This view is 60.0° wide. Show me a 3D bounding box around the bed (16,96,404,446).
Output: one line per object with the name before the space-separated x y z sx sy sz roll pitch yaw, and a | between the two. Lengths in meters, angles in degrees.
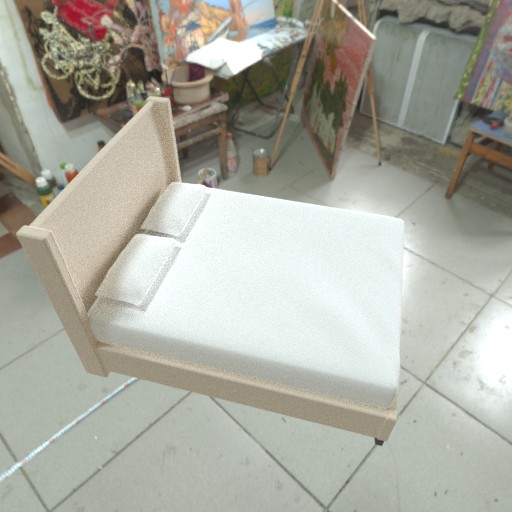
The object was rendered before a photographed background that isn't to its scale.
bed | 0.000 0.000 3.366 2.293 1.471 1.778 11 46 10
